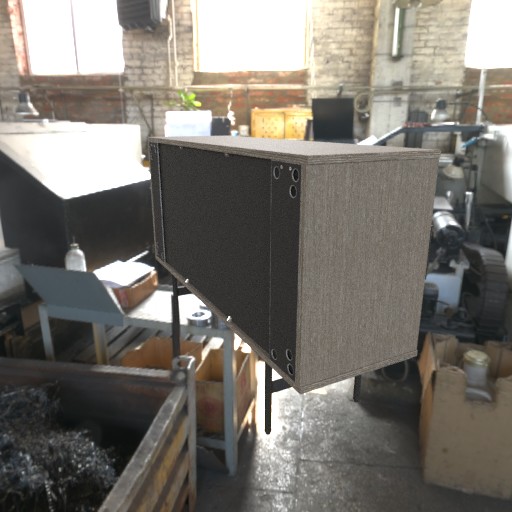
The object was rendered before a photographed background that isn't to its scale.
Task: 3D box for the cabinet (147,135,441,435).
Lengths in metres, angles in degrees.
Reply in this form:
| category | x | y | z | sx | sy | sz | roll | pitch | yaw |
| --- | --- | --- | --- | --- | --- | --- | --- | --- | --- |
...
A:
| category | x | y | z | sx | sy | sz | roll | pitch | yaw |
| --- | --- | --- | --- | --- | --- | --- | --- | --- | --- |
| cabinet | 0.000 | 0.000 | 1.571 | 0.405 | 0.787 | 1.194 | -9 | 19 | -27 |
